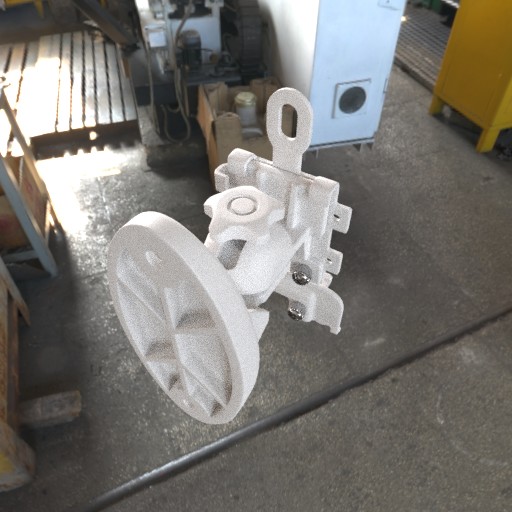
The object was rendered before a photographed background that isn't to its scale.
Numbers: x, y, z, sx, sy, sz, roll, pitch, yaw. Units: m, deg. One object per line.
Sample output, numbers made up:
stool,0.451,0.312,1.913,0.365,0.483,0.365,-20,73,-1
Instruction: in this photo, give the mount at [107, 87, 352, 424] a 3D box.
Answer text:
mount,0.000,0.000,0.174,0.066,0.118,0.100,24,51,21
